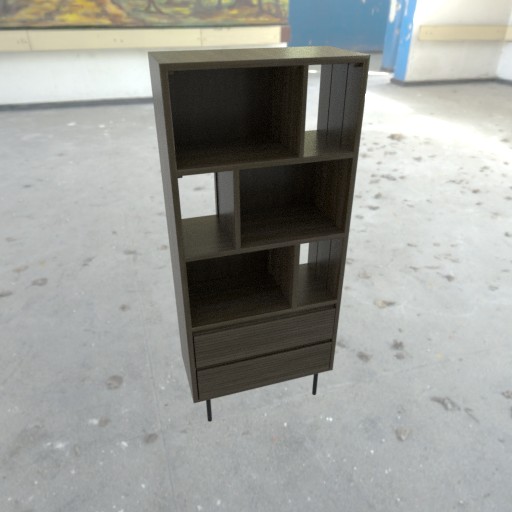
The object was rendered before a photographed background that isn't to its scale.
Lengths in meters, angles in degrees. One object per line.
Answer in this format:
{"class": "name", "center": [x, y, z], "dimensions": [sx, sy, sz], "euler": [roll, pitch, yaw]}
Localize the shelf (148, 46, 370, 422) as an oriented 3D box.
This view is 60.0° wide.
{"class": "shelf", "center": [0.000, 0.000, 1.848], "dimensions": [0.670, 1.545, 0.323], "euler": [-9, 32, -15]}
